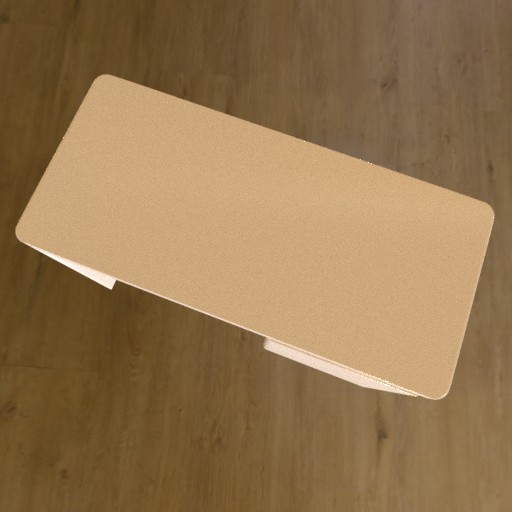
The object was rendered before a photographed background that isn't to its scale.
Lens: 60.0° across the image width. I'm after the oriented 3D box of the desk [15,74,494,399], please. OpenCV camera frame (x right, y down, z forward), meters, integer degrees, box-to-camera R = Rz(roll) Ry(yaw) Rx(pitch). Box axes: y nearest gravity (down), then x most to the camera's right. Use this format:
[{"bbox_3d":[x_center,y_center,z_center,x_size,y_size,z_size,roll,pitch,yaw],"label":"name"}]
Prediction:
[{"bbox_3d":[0.000,0.000,1.564,1.200,0.760,0.550,20,77,5],"label":"desk"}]
